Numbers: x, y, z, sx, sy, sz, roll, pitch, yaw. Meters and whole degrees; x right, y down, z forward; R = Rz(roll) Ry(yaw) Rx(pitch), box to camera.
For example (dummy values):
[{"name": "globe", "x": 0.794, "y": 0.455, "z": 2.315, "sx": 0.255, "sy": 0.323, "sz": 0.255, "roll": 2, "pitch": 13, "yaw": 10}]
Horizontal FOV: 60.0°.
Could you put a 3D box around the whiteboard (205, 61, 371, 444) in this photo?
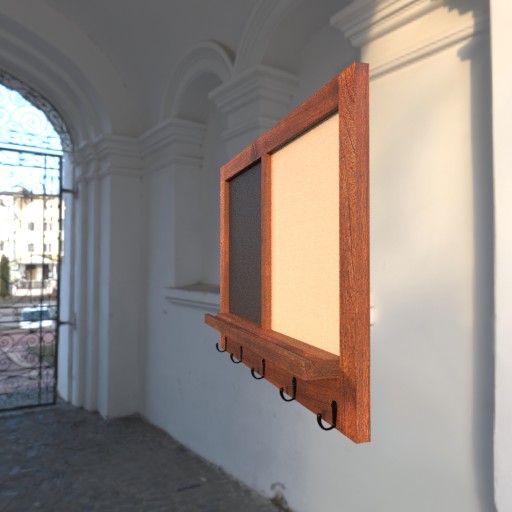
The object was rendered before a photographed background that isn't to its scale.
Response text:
[{"name": "whiteboard", "x": 0.000, "y": 0.000, "z": 0.994, "sx": 0.083, "sy": 0.553, "sz": 0.768, "roll": 0, "pitch": -1, "yaw": -19}]
